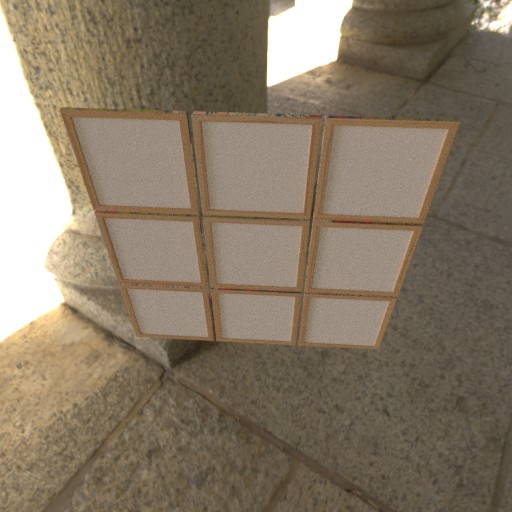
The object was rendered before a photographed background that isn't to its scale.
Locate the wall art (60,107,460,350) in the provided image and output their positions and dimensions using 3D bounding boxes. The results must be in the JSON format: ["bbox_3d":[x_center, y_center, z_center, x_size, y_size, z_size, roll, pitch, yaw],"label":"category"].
[{"bbox_3d":[0.000,0.000,1.328,0.904,0.913,0.013,3,46,3],"label":"wall art"}]
